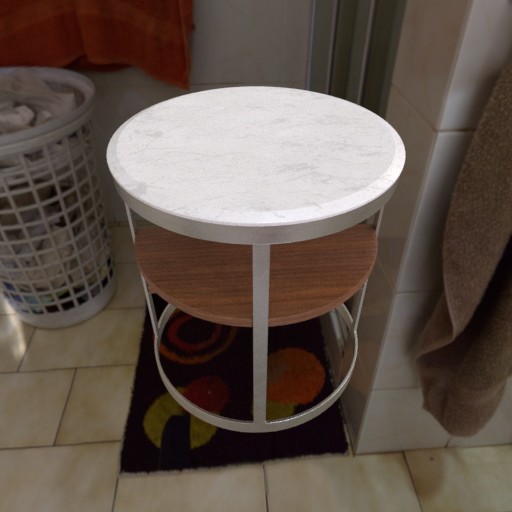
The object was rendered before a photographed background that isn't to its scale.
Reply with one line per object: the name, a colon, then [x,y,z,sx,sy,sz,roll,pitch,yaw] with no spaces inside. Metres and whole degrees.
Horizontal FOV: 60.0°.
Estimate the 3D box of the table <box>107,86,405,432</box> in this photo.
table: [0.000,0.000,0.763,0.407,0.447,0.407,0,40,0]
